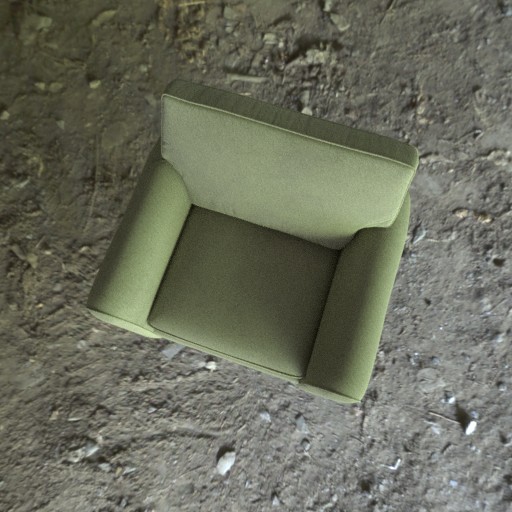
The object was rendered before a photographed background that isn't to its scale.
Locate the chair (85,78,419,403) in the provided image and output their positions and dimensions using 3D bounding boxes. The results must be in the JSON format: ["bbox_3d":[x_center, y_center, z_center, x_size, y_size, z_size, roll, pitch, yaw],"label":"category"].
[{"bbox_3d":[0.000,0.000,1.920,1.147,1.044,0.939,18,76,5],"label":"chair"}]
